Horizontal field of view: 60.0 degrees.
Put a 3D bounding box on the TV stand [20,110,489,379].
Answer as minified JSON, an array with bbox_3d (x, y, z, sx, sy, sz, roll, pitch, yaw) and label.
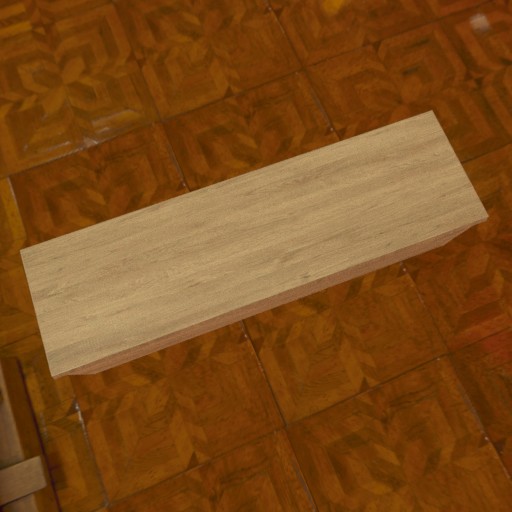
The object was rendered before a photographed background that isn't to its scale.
[{"bbox_3d":[0.000,0.000,1.562,1.313,0.565,0.401,-20,77,-5],"label":"TV stand"}]
